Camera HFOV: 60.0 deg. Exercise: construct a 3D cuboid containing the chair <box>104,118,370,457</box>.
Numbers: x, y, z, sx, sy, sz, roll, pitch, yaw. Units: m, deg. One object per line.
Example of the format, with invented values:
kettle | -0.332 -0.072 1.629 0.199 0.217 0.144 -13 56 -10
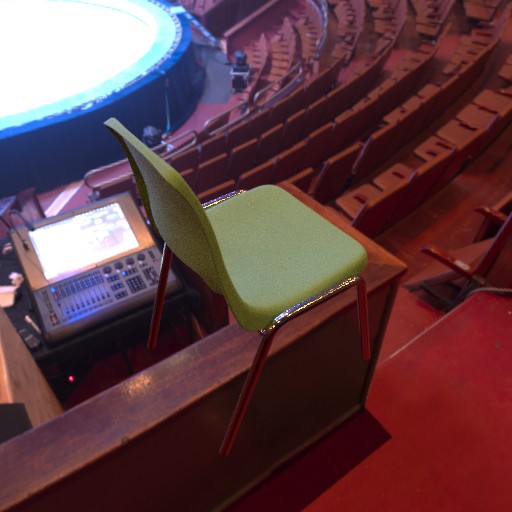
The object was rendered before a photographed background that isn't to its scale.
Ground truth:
chair | 0.000 0.000 0.907 0.436 0.653 0.381 -26 48 -26
